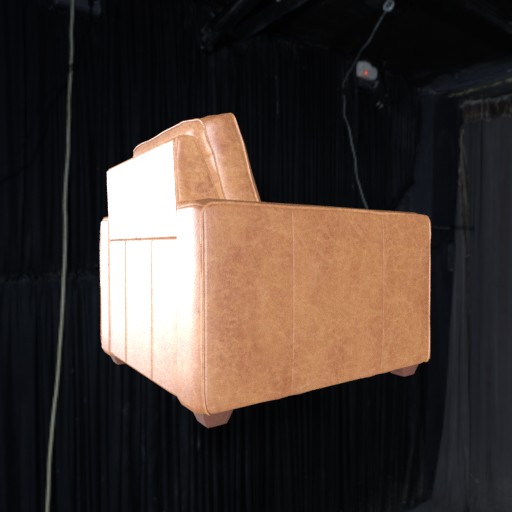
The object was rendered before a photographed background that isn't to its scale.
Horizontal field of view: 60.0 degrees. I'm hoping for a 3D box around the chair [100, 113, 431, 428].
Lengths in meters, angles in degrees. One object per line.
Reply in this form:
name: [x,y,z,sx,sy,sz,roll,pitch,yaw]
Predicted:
chair: [0.000,0.000,1.778,1.027,0.901,0.987,-1,2,-38]
